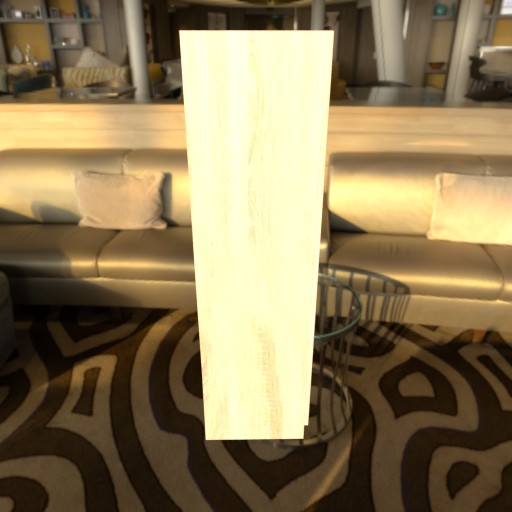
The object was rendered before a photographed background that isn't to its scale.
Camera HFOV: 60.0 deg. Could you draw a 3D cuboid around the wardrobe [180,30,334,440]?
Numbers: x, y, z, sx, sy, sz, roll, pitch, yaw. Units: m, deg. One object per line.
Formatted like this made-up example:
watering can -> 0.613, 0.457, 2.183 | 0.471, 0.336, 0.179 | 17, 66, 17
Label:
wardrobe -> 0.000, 0.000, 2.354 | 0.588, 2.117, 0.496 | 0, 25, -1
